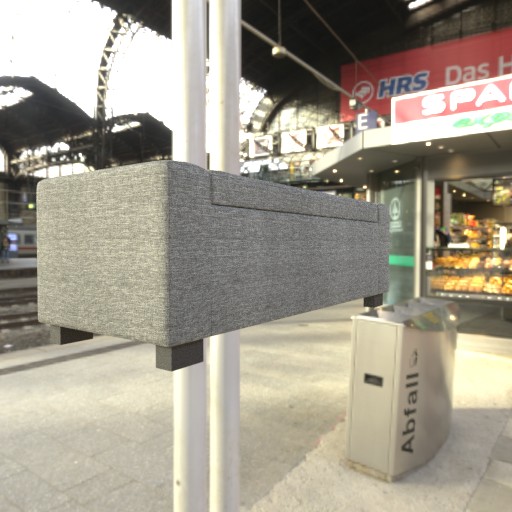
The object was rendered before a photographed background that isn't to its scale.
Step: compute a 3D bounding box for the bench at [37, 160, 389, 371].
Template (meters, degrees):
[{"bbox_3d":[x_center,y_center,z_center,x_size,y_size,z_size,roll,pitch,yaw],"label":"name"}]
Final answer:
[{"bbox_3d":[0.000,0.000,1.546,0.508,0.445,1.296,1,2,36],"label":"bench"}]
